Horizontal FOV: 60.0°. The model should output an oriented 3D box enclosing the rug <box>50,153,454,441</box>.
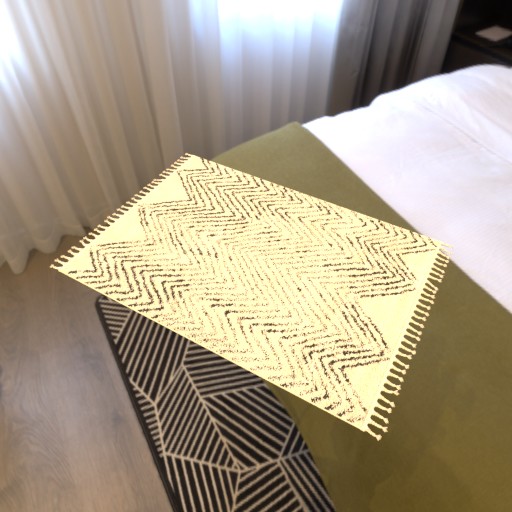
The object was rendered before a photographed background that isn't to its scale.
[{"bbox_3d":[0.000,0.000,2.397,1.847,0.014,1.230,23,51,20],"label":"rug"}]
